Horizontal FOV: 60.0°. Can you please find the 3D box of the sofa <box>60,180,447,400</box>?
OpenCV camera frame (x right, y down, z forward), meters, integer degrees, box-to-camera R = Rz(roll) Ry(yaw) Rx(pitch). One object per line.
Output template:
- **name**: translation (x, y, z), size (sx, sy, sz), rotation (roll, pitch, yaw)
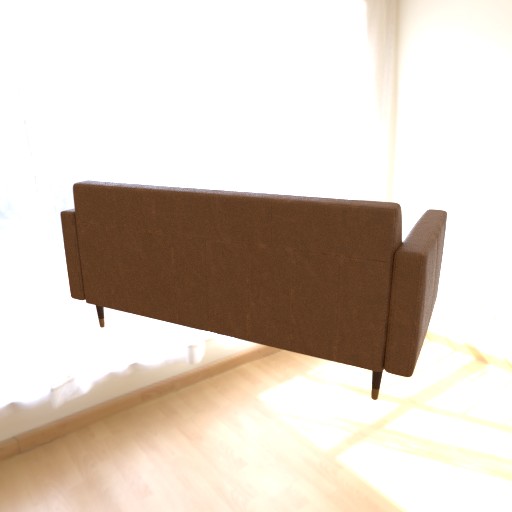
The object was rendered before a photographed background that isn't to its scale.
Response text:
- **sofa**: translation (0.000, 0.000, 2.412), size (1.847, 0.821, 0.993), rotation (8, 18, 26)
